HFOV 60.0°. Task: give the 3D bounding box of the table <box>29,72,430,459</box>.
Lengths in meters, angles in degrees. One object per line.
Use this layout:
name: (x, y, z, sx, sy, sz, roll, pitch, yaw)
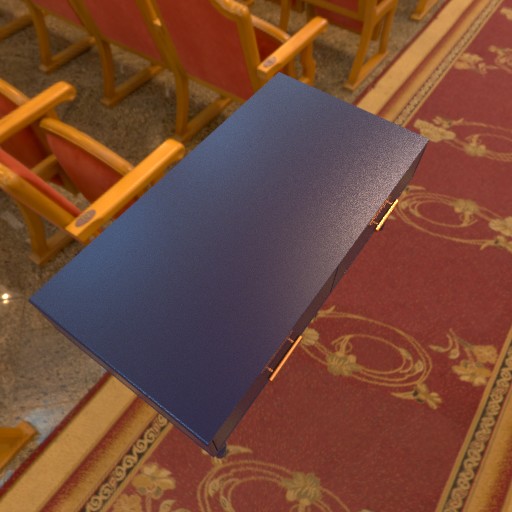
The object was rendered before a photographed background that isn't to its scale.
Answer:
table: (0.000, 0.000, 1.387, 0.572, 0.457, 1.067, 32, 63, 18)
